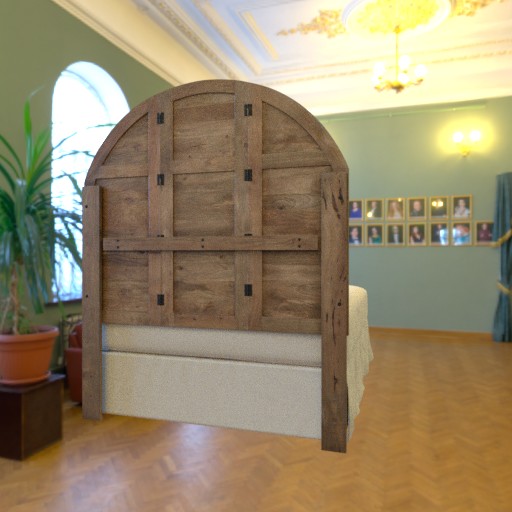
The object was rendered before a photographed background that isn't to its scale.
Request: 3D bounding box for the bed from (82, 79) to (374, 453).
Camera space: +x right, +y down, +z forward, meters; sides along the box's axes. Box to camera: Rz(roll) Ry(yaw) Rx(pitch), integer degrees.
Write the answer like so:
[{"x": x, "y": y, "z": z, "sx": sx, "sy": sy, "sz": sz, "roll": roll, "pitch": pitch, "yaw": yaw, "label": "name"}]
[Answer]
[{"x": 0.000, "y": 0.000, "z": 3.499, "sx": 1.713, "sy": 2.002, "sz": 2.112, "roll": 0, "pitch": 0, "yaw": 17, "label": "bed"}]
